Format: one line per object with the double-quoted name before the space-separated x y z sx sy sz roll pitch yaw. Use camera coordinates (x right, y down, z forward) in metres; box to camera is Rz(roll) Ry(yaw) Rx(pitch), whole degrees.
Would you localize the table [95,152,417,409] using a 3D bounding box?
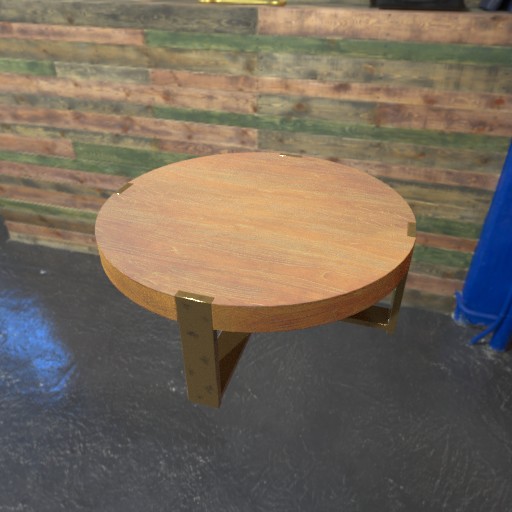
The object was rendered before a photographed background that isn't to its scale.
"table" 0.000 0.000 1.702 1.100 0.420 1.100 0 33 0
